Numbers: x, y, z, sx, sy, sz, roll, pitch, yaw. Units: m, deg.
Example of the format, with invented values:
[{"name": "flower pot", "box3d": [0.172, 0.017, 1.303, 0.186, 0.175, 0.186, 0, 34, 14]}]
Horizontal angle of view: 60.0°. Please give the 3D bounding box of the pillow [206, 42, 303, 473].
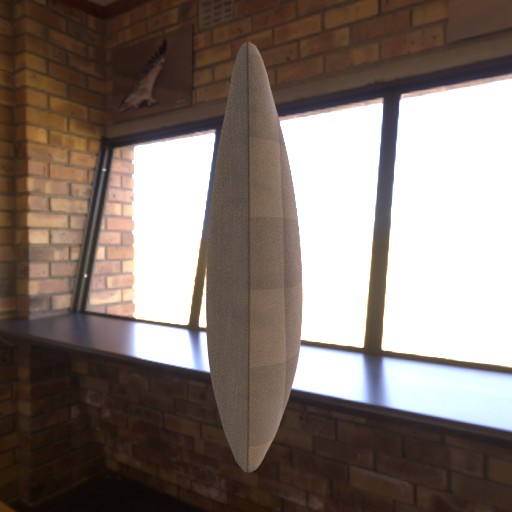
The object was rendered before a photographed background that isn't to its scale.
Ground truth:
[{"name": "pillow", "box3d": [0.000, 0.000, 0.772, 0.161, 0.509, 0.511, 0, 1, 2]}]
